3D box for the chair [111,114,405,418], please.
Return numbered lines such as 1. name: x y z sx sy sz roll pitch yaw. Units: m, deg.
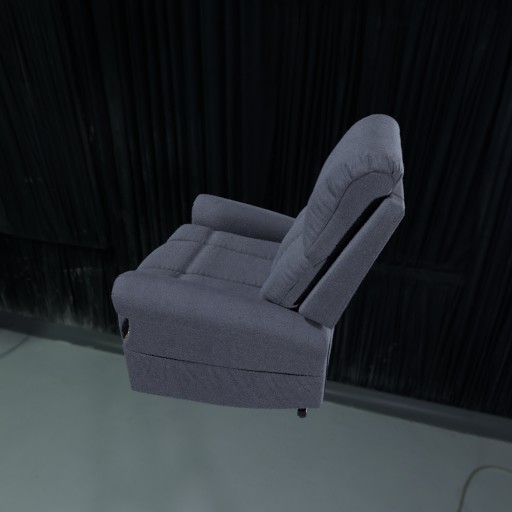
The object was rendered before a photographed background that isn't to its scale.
1. chair: 0.000 0.000 1.736 0.979 1.031 0.871 7 30 12
